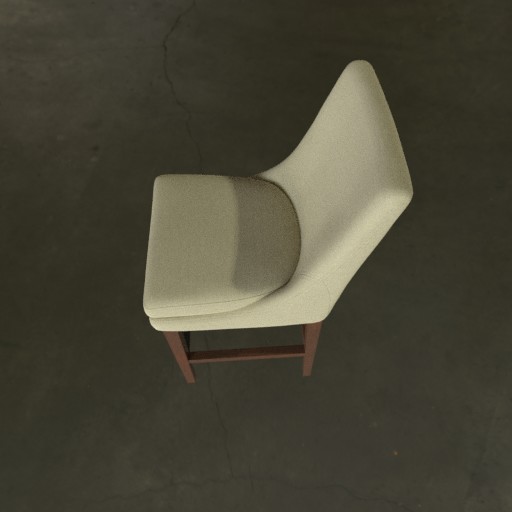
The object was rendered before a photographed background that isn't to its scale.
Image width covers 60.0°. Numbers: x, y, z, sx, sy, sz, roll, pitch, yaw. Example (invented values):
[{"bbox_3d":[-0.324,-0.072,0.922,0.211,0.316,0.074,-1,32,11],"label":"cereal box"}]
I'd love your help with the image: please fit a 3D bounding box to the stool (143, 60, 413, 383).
[{"bbox_3d":[0.000,0.000,1.292,0.577,0.981,0.470,-3,57,-2],"label":"stool"}]
